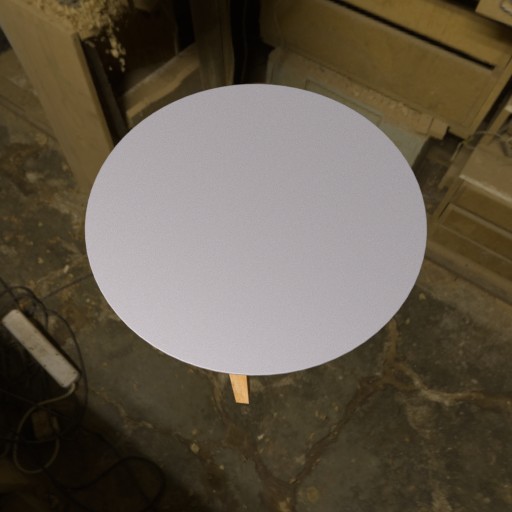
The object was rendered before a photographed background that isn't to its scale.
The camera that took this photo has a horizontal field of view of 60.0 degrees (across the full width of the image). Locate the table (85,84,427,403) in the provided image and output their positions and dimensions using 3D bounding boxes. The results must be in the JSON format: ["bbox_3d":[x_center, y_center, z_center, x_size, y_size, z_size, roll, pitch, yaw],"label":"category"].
[{"bbox_3d":[0.000,0.000,0.969,0.600,0.405,0.600,0,63,0],"label":"table"}]
